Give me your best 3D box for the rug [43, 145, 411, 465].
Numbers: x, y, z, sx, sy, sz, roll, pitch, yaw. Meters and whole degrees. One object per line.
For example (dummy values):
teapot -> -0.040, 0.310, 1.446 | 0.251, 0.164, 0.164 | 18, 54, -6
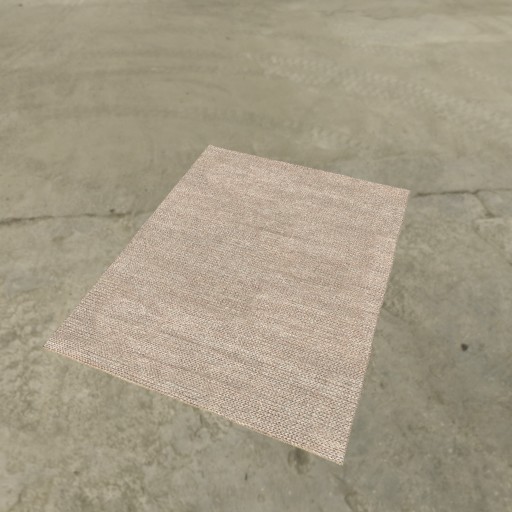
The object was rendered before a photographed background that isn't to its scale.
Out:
rug -> 0.000, 0.000, 4.150 | 2.429, 0.030, 3.052 | 16, 49, 14
